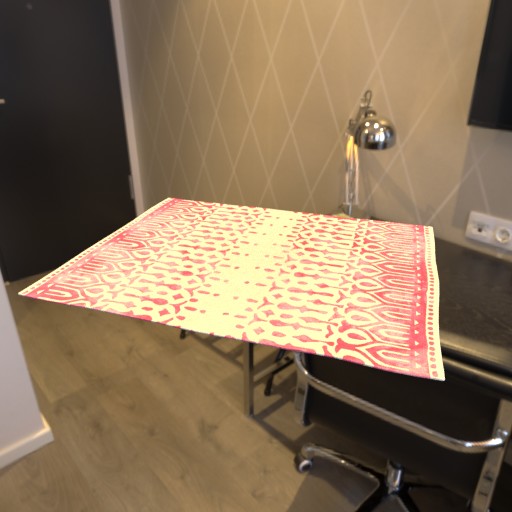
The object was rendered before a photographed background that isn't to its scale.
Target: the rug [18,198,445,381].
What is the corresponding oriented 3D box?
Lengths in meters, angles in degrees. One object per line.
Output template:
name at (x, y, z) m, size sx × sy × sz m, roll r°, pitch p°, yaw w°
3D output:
rug at (0.000, 0.000, 3.996) m, size 3.095 × 0.016 × 2.441 m, roll 8°, pitch 27°, yaw 16°
